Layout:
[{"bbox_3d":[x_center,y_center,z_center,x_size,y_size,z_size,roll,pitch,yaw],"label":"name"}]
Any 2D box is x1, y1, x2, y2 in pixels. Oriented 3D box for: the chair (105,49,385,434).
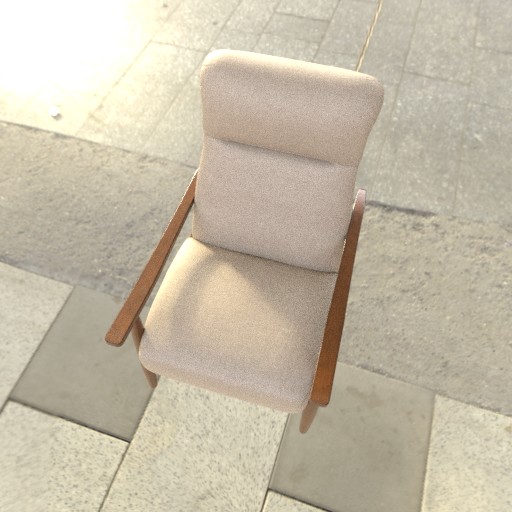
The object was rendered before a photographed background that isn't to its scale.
[{"bbox_3d":[0.000,0.000,1.750,0.762,1.082,1.030,14,59,8],"label":"chair"}]
